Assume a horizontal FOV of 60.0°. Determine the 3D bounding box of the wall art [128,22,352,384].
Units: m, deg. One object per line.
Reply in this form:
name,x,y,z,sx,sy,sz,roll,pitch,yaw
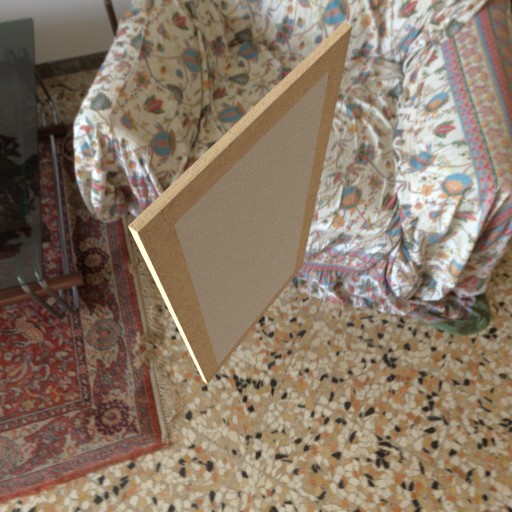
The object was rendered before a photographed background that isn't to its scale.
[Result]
wall art,0.000,0.000,0.790,0.013,0.683,0.381,34,67,16
